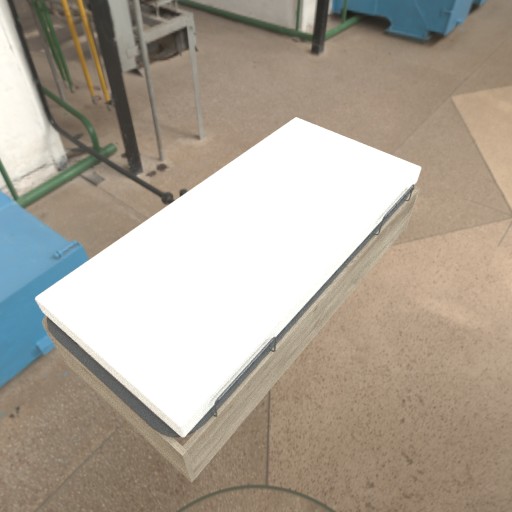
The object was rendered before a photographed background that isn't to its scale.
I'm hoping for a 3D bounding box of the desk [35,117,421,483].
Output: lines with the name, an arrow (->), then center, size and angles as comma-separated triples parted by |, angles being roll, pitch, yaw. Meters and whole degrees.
desk -> 0.000, 0.000, 2.275 | 0.900, 0.455, 1.900 | 31, 54, 25
